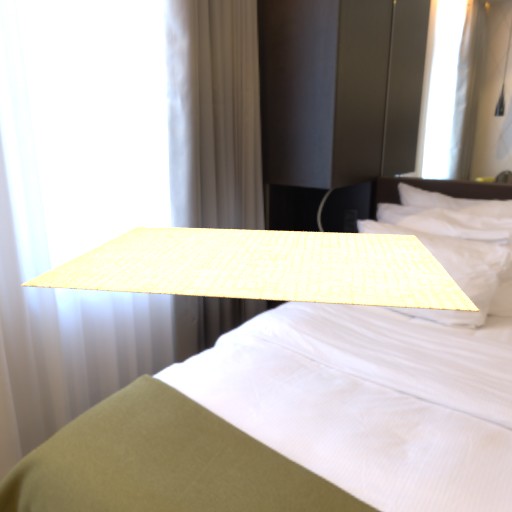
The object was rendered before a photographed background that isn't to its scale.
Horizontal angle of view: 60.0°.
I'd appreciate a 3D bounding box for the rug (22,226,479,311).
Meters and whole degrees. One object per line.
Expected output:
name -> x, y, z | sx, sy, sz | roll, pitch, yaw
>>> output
rug -> 0.000, 0.000, 2.316 | 1.827, 0.007, 1.211 | 2, 16, 8
